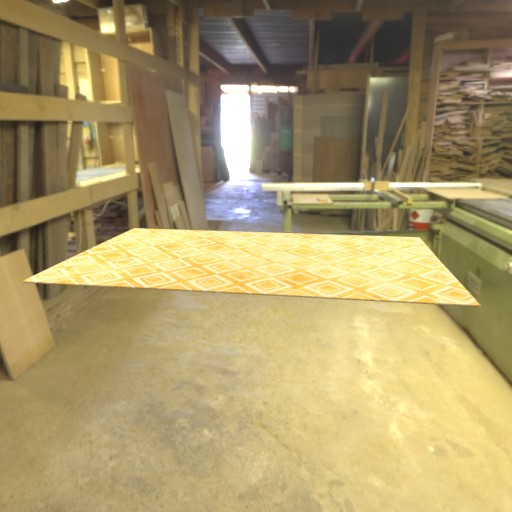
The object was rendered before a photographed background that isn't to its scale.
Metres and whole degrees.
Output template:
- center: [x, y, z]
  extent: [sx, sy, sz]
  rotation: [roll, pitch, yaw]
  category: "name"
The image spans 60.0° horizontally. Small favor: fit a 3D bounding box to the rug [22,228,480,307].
- center: [0.000, 0.000, 3.022]
  extent: [2.424, 0.010, 1.511]
  rotation: [2, 15, 8]
  category: "rug"
